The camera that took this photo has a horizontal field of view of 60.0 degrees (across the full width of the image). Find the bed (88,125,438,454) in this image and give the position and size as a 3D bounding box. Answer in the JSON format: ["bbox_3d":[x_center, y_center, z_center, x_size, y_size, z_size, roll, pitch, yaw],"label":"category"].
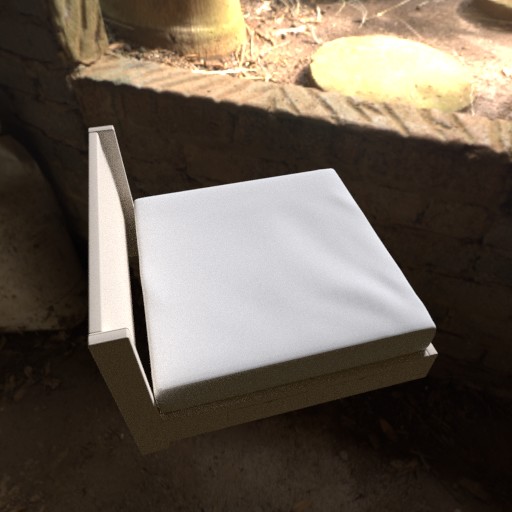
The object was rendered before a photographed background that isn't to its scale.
[{"bbox_3d":[0.000,0.000,3.626,2.293,1.471,2.145,-11,47,-10],"label":"bed"}]
